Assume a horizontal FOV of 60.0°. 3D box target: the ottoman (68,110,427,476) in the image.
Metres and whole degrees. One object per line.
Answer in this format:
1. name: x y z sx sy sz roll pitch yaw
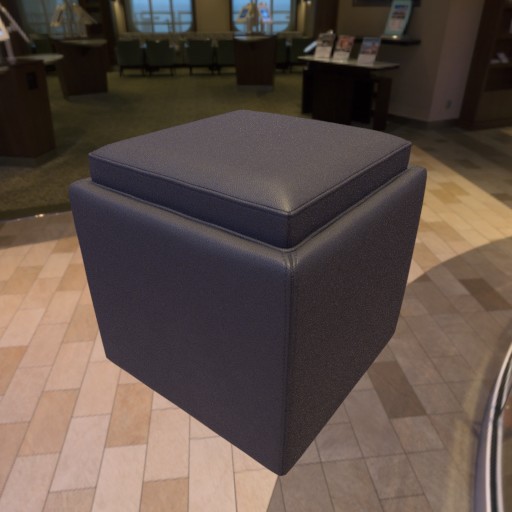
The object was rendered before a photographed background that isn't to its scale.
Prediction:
1. ottoman: 0.000 0.000 0.822 0.451 0.460 0.450 21 36 32
